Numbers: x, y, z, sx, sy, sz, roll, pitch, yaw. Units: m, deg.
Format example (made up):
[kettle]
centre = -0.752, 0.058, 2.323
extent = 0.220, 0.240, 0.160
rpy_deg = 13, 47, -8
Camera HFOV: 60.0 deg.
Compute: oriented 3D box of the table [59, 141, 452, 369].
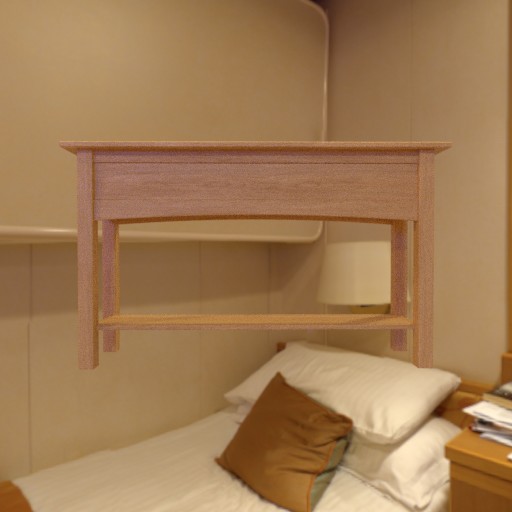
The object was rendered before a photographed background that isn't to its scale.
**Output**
[table]
centre = 0.000, 0.000, 1.580
extent = 1.240, 0.730, 0.350
rpy_deg = 0, 1, -1
